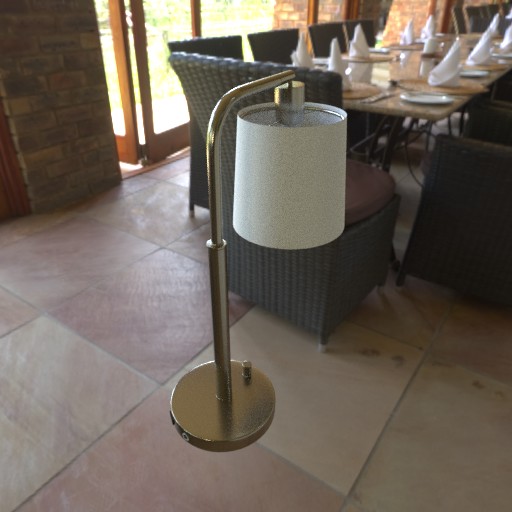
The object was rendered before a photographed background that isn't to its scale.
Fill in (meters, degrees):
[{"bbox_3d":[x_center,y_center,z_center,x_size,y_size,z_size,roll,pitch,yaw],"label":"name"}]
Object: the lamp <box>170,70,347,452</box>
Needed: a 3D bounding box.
[{"bbox_3d":[0.000,0.000,0.645,0.171,0.489,0.333,22,37,32],"label":"lamp"}]
